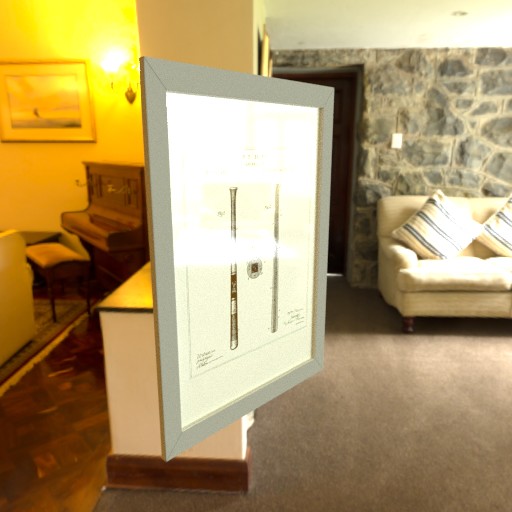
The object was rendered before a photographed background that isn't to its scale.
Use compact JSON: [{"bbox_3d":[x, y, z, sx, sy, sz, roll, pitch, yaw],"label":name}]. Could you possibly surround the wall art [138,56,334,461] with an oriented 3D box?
[{"bbox_3d":[0.000,0.000,0.693,0.012,0.529,0.374,13,19,42],"label":"wall art"}]
